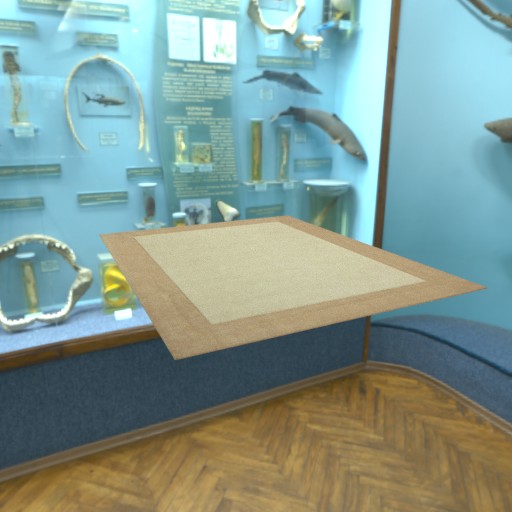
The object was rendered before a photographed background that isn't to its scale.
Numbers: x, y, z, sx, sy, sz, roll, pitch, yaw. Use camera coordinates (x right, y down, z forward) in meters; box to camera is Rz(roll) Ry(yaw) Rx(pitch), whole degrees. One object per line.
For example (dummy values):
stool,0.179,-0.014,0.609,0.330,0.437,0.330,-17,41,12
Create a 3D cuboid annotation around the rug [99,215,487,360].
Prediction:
rug,0.000,0.000,4.176,2.438,0.014,3.048,-8,18,-25
